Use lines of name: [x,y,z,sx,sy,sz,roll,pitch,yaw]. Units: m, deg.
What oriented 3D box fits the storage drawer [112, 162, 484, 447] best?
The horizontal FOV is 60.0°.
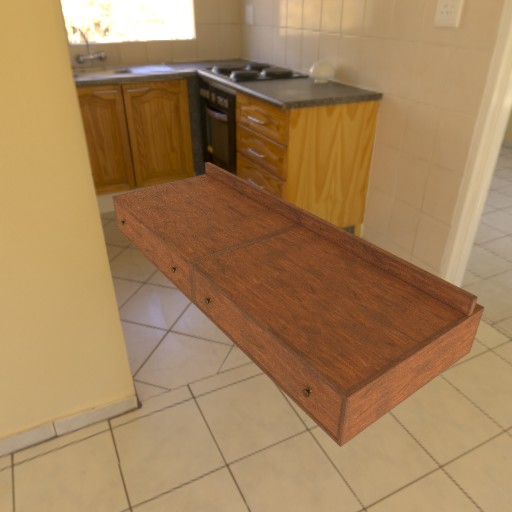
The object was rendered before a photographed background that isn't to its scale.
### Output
storage drawer: [0.000,0.000,2.217,0.774,0.339,1.914,-20,36,-31]
